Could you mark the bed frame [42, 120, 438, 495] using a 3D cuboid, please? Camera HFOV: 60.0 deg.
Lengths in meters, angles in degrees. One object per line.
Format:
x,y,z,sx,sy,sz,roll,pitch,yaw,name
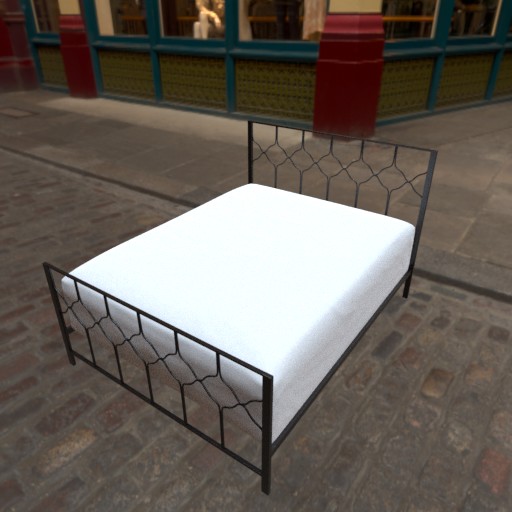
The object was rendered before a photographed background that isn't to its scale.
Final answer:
0.000,0.000,3.002,1.597,1.222,2.063,19,35,30,bed frame
